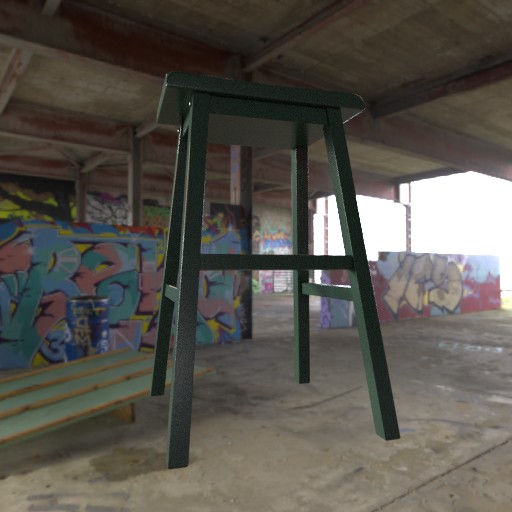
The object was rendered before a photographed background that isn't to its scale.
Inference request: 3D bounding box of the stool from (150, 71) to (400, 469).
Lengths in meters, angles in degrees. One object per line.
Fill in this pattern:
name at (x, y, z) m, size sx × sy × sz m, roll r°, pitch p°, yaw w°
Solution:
stool at (0.000, 0.000, 1.052) m, size 0.457 × 0.737 × 0.476 m, roll 0°, pitch -1°, yaw -17°
